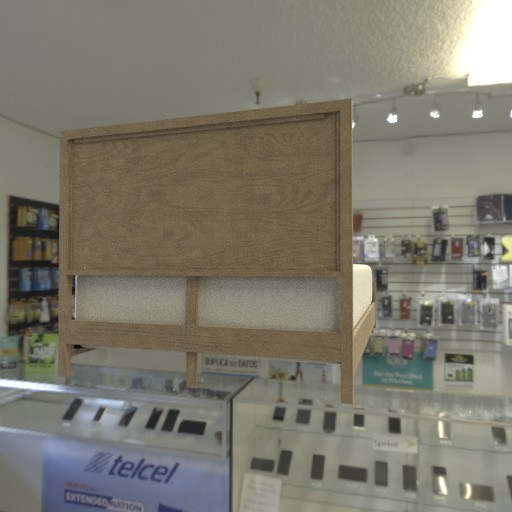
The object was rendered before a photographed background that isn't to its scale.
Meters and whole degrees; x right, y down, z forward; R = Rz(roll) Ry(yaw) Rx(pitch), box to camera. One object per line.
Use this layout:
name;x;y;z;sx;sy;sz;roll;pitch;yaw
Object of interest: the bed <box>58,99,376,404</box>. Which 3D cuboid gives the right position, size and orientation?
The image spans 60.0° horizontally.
bed;0.000;0.000;3.271;1.606;1.369;2.189;0;-1;18
